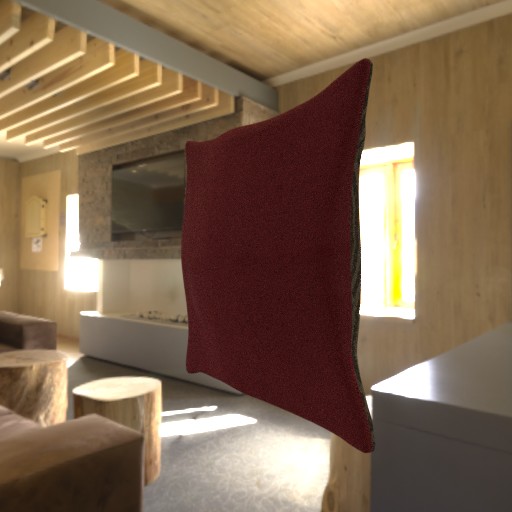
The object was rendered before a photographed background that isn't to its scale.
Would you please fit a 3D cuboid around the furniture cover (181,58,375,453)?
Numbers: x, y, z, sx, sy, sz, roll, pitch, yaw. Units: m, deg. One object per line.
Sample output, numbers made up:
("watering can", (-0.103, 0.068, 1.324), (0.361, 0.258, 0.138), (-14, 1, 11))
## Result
("furniture cover", (0.000, 0.000, 0.777), (0.163, 0.513, 0.514), (0, -1, -35))
